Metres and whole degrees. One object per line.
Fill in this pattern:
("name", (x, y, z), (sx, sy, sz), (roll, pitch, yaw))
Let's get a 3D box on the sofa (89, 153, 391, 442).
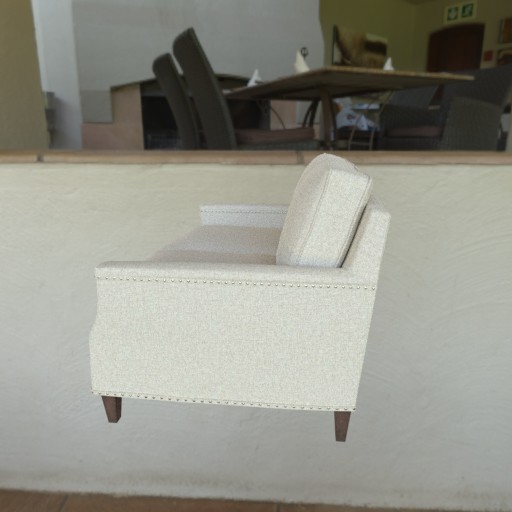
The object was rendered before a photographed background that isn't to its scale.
("sofa", (0.000, 0.000, 2.274), (1.084, 1.003, 1.597), (2, 15, 7))
